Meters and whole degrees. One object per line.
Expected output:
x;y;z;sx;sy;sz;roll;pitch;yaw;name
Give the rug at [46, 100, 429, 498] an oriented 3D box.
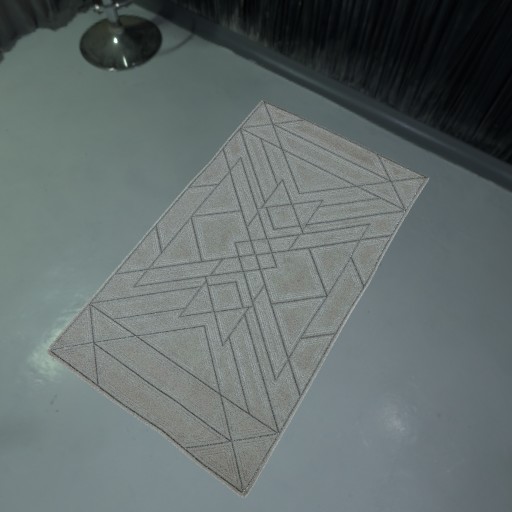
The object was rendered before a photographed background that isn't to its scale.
0.000;0.000;1.044;0.511;0.008;0.869;30;67;14;rug
